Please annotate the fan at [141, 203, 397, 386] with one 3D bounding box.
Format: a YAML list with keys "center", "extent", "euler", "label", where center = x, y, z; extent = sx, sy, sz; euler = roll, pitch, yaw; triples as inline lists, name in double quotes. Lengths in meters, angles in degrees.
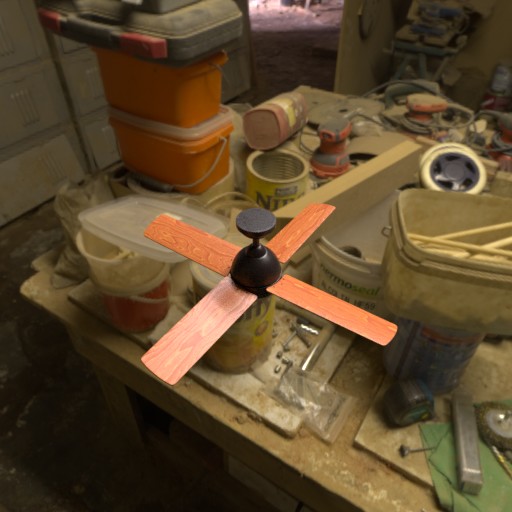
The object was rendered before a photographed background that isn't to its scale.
- center: [0.000, 0.000, 1.985]
  extent: [1.332, 0.403, 1.332]
  euler: [24, 47, 25]
  label: "fan"
